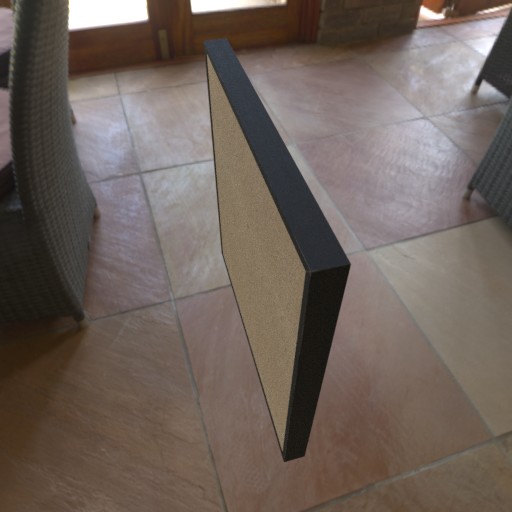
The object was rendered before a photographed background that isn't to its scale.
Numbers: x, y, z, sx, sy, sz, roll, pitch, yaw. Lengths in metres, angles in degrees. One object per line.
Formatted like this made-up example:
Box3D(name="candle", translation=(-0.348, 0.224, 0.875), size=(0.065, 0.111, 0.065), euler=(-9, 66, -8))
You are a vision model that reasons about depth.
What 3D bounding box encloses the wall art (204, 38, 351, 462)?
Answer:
Box3D(name="wall art", translation=(0.000, 0.000, 0.744), size=(0.038, 0.508, 0.508), euler=(-11, 49, -10))
